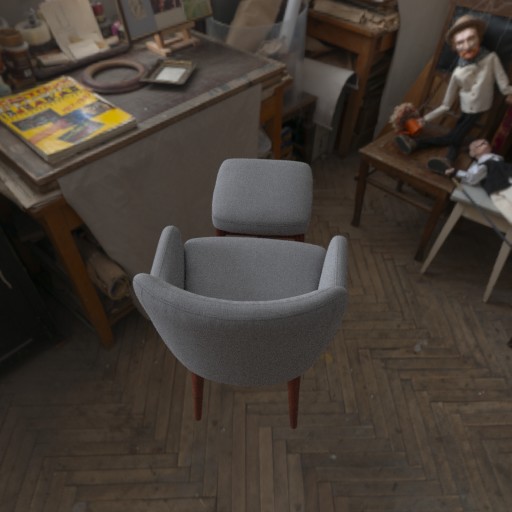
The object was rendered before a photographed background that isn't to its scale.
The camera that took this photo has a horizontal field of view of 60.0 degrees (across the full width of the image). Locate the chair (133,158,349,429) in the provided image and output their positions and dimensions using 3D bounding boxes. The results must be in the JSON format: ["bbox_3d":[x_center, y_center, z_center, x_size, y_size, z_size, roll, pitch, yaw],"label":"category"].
[{"bbox_3d":[0.000,0.000,1.556,0.584,0.799,1.107,4,47,3],"label":"chair"}]
